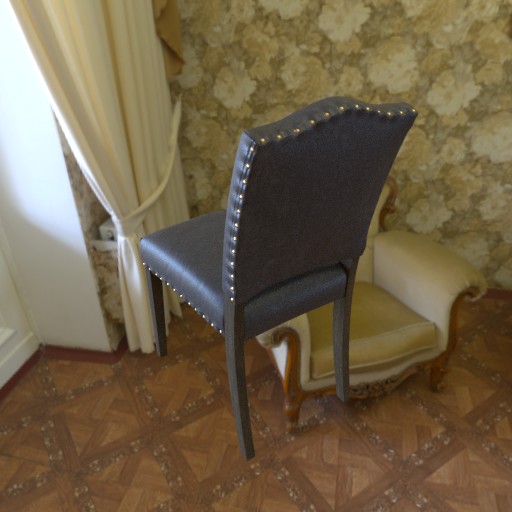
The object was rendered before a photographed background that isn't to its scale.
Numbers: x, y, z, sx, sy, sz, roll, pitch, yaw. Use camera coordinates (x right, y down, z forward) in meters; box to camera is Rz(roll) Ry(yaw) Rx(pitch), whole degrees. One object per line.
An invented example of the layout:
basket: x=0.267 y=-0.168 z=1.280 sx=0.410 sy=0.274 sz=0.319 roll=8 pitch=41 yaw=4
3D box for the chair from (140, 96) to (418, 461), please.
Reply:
chair: x=0.000 y=0.000 z=1.310 sx=0.500 sy=0.991 sz=0.633 roll=-19 pitch=36 yaw=-29
